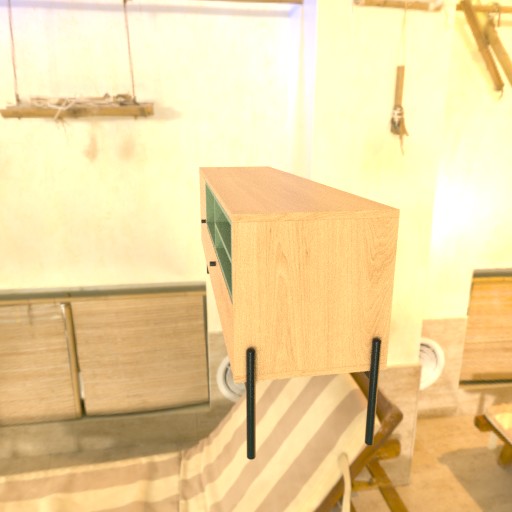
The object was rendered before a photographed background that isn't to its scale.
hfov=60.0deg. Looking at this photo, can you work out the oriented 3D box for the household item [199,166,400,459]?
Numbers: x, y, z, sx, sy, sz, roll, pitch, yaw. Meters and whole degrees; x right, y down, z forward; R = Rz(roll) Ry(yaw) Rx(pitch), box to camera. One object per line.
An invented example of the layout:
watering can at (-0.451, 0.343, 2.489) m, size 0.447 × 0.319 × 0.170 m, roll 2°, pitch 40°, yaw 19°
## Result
household item at (0.000, 0.000, 1.760) m, size 0.400 × 0.600 × 1.550 m, roll -3°, pitch 15°, yaw -9°
